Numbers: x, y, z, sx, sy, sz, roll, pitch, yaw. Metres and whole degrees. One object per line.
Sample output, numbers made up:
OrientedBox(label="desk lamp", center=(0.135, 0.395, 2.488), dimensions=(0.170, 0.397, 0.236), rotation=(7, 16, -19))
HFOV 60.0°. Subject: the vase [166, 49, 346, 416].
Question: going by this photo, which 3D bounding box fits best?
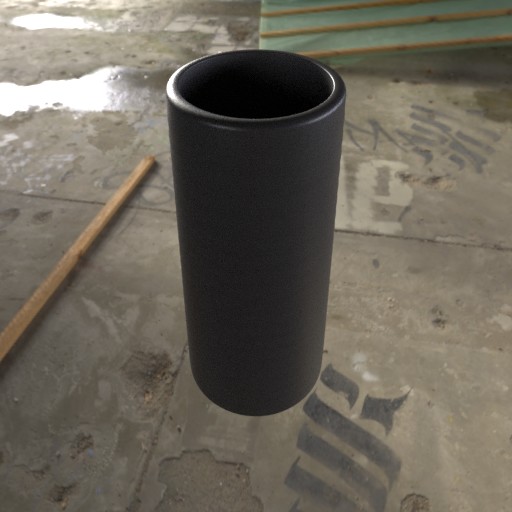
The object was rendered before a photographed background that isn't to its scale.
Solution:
OrientedBox(label="vase", center=(0.000, 0.000, 0.361), dimensions=(0.136, 0.289, 0.136), rotation=(22, 49, 21))
